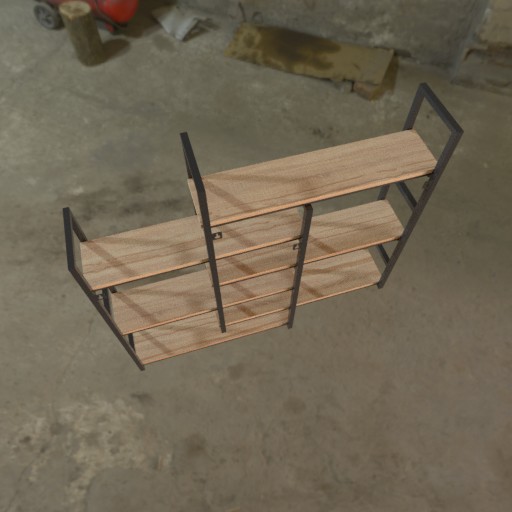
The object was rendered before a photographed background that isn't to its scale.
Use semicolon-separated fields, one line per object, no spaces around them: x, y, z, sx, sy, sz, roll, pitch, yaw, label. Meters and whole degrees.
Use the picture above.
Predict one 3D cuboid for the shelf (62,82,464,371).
0.000;0.000;1.376;0.946;0.921;0.183;-14;59;-9;shelf
